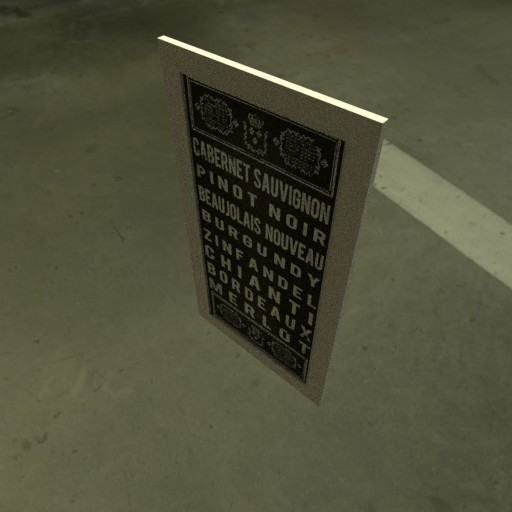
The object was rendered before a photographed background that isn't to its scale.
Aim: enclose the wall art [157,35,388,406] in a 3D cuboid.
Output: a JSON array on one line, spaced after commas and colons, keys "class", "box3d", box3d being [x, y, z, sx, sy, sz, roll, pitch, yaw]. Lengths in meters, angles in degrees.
[{"class": "wall art", "box3d": [0.000, 0.000, 0.820, 0.380, 0.683, 0.013, 32, 54, 27]}]
